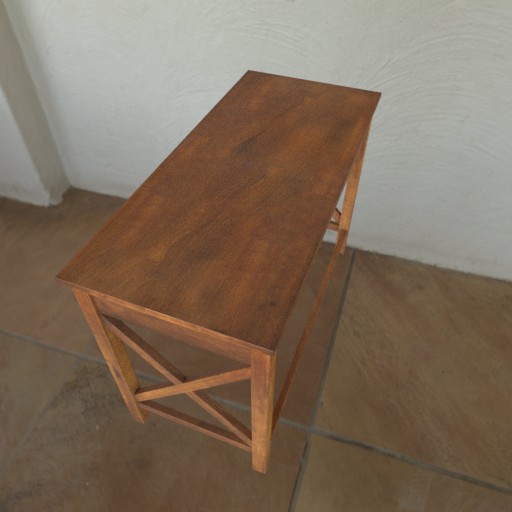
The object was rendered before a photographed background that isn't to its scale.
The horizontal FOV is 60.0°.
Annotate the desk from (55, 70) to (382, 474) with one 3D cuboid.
[{"bbox_3d":[0.000,0.000,1.532,0.508,0.762,1.117,16,48,15],"label":"desk"}]
